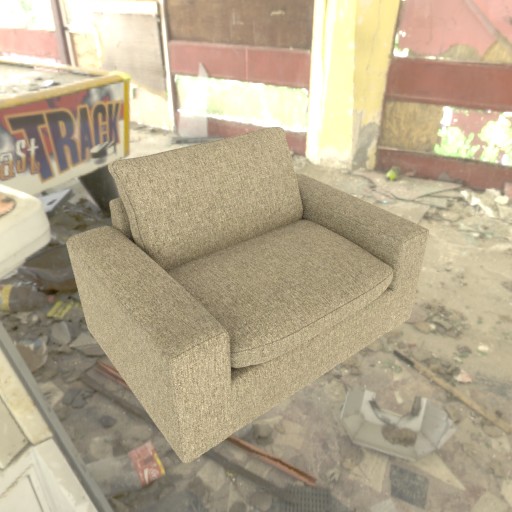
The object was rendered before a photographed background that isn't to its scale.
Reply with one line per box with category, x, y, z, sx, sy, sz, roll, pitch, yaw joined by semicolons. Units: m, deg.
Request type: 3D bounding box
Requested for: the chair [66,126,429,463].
chair;0.000;0.000;2.088;1.398;0.915;1.039;-22;38;-32
